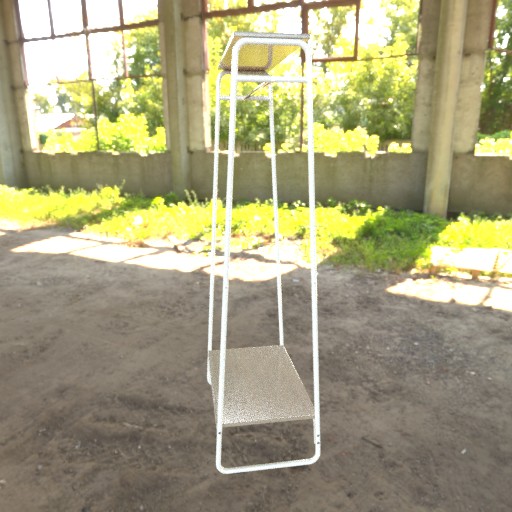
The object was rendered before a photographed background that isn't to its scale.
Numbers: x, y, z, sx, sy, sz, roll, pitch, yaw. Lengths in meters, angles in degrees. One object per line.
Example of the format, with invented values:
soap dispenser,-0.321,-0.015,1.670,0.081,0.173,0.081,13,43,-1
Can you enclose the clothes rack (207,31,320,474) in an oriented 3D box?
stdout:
clothes rack,0.000,0.000,1.789,0.400,1.512,0.640,-2,15,-9
